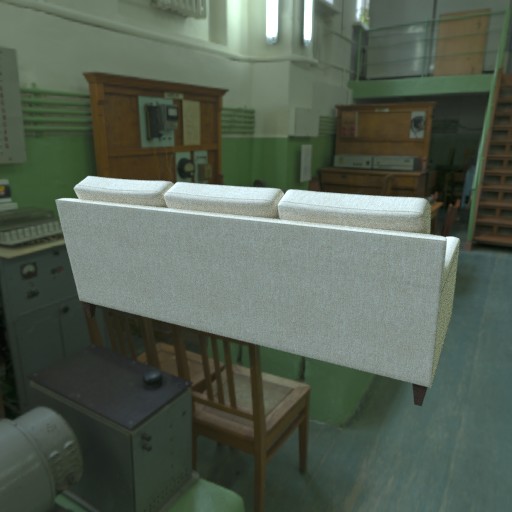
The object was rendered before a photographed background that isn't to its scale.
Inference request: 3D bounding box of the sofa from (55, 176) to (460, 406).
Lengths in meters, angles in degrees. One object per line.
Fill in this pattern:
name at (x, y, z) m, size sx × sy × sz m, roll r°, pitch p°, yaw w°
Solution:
sofa at (0.000, 0.000, 2.716) m, size 2.210 × 0.940 × 1.041 m, roll 8°, pitch 18°, yaw 27°
